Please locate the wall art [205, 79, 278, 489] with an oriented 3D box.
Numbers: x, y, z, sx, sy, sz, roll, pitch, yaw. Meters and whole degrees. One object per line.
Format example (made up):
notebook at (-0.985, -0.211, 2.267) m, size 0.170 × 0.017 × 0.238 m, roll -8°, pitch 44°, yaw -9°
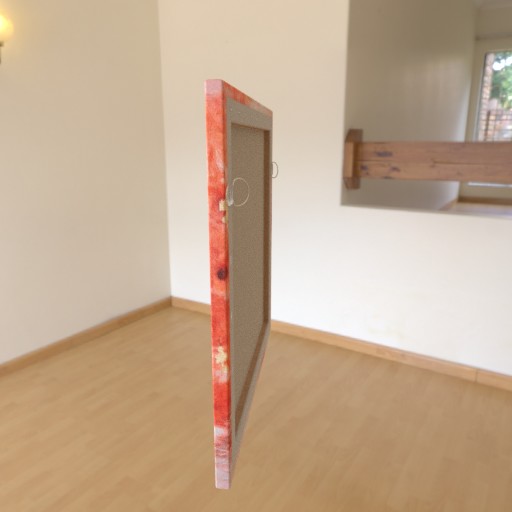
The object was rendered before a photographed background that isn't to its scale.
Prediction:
wall art at (0.000, 0.000, 1.320) m, size 0.066 × 0.878 × 0.878 m, roll 2°, pitch 15°, yaw 8°
